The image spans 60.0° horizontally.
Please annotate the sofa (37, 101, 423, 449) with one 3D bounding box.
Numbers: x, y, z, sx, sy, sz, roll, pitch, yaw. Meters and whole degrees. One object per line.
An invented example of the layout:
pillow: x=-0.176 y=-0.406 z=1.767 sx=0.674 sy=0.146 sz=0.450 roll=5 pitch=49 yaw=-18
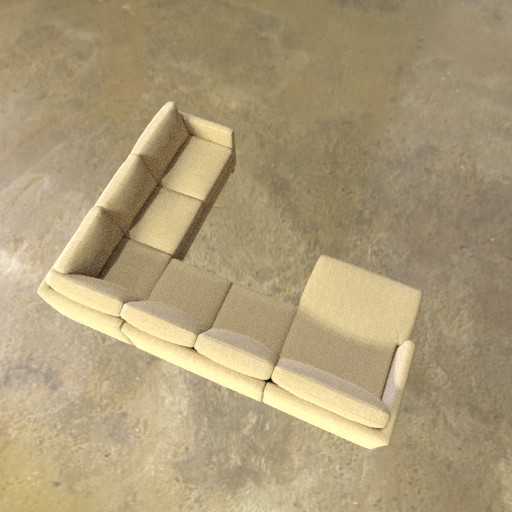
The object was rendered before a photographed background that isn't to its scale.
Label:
sofa: x=0.000 y=0.000 z=4.619 sx=3.460 sy=0.961 sz=2.594 roll=21 pitch=66 yaw=10
